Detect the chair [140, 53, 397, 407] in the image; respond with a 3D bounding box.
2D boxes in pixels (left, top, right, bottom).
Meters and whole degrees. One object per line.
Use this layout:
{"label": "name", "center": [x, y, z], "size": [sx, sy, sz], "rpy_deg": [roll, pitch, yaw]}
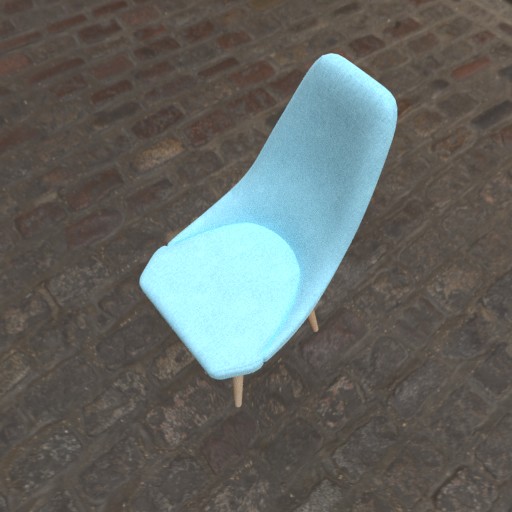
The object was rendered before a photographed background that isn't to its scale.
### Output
{"label": "chair", "center": [0.000, 0.000, 1.383], "size": [0.660, 1.040, 0.510], "rpy_deg": [-37, 68, -17]}
